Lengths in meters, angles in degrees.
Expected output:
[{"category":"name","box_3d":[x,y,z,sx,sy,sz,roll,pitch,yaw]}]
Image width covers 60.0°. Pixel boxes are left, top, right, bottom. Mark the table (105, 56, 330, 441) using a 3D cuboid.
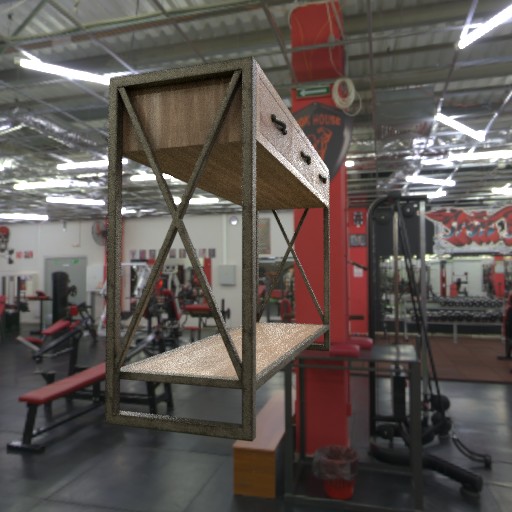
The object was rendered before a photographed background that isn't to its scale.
[{"category":"table","box_3d":[0.000,0.000,1.428,0.361,0.763,1.059,-1,-2,18]}]
